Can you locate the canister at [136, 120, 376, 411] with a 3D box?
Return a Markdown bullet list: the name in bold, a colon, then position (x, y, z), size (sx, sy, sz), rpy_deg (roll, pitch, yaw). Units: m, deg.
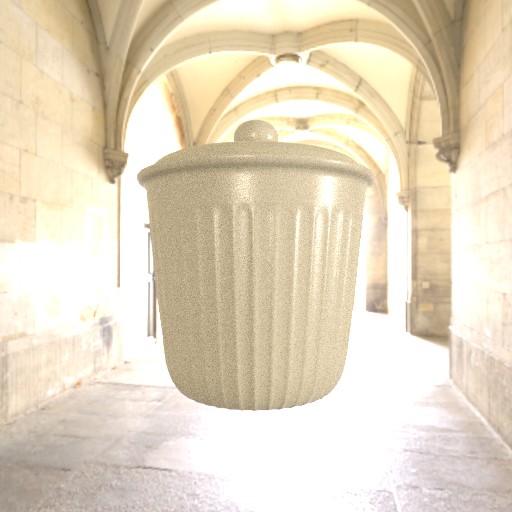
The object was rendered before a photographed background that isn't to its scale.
- **canister**: position (0.000, 0.000, 0.347), size (0.181, 0.211, 0.181), rpy_deg (0, -1, 0)
